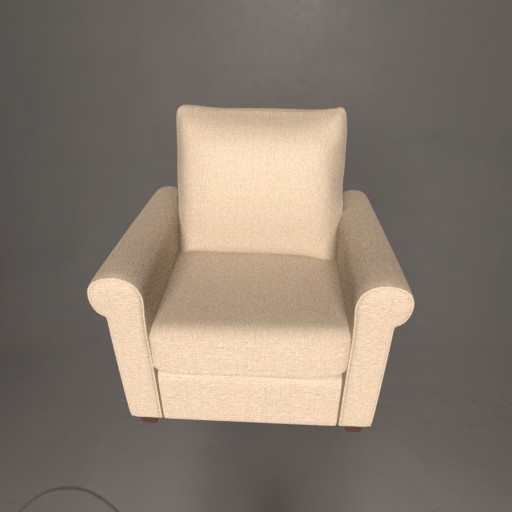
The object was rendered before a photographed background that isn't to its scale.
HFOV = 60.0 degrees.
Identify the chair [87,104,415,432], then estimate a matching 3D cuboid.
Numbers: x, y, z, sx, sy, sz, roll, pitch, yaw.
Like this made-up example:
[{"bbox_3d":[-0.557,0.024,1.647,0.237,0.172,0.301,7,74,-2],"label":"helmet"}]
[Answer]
[{"bbox_3d":[0.000,0.000,2.276,1.275,1.349,1.180,2,30,3],"label":"chair"}]
